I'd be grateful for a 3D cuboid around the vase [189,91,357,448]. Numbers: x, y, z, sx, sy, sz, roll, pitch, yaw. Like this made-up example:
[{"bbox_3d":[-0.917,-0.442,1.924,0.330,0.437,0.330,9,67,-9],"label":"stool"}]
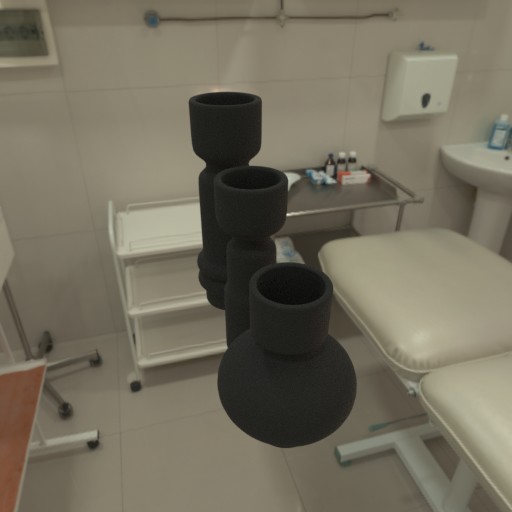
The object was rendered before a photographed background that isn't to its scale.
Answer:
[{"bbox_3d":[0.000,0.000,0.426,0.120,0.249,0.307,-9,32,-14],"label":"vase"}]
